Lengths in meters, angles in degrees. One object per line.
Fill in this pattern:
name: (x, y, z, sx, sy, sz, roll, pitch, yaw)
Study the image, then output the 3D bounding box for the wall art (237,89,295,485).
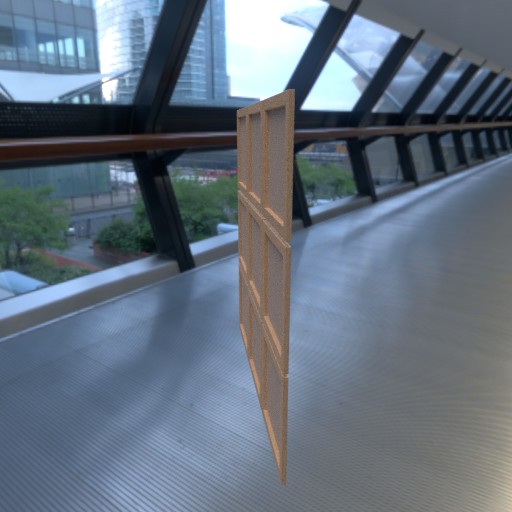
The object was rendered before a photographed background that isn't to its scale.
wall art: (0.000, 0.000, 1.397, 0.012, 0.910, 0.917, -2, 16, -8)
